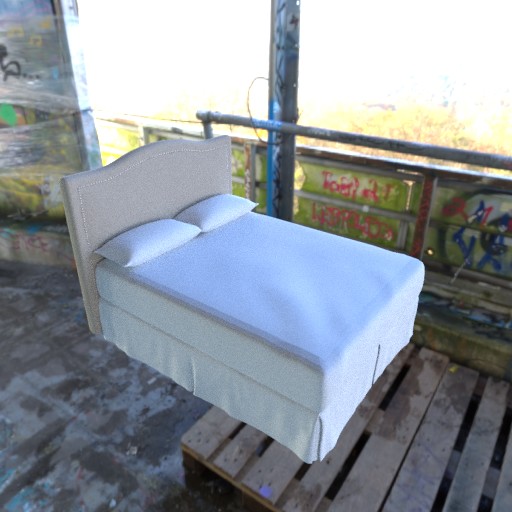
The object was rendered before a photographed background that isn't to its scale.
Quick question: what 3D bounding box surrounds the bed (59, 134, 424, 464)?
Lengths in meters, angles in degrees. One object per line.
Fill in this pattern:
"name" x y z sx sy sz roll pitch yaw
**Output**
"bed" 0.000 0.000 3.245 2.052 1.398 1.678 19 33 32
